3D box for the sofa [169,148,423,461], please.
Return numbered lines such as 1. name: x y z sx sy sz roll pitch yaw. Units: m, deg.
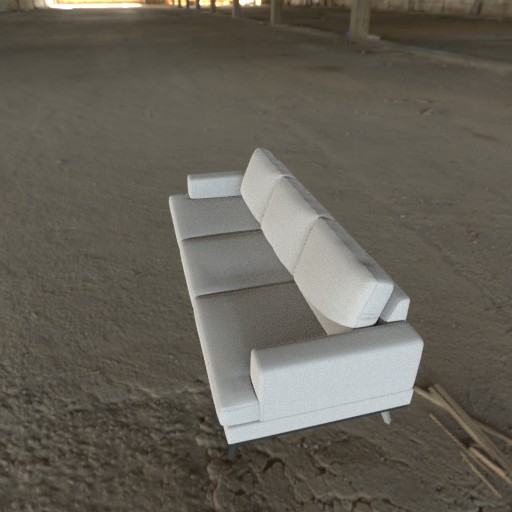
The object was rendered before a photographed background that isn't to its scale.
1. sofa: 0.000 0.000 2.841 0.920 0.810 2.310 -8 31 -13
